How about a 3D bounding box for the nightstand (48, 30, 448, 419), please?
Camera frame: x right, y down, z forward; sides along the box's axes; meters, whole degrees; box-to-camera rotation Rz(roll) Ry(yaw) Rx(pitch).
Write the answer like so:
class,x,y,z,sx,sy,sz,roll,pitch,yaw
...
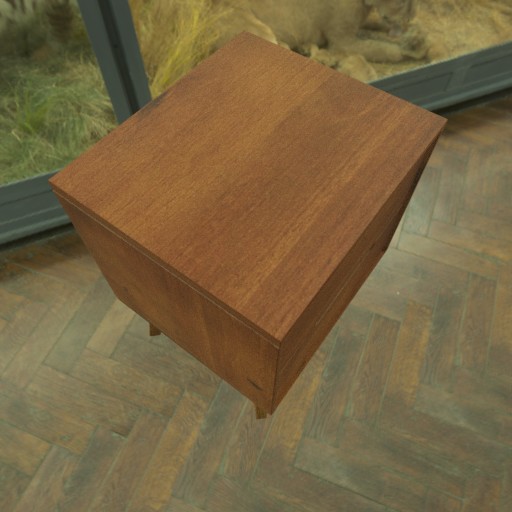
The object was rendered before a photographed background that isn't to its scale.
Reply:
class,x,y,z,sx,sy,sz,roll,pitch,yaw
nightstand,0.000,0.000,0.927,0.411,0.618,0.460,32,64,18
